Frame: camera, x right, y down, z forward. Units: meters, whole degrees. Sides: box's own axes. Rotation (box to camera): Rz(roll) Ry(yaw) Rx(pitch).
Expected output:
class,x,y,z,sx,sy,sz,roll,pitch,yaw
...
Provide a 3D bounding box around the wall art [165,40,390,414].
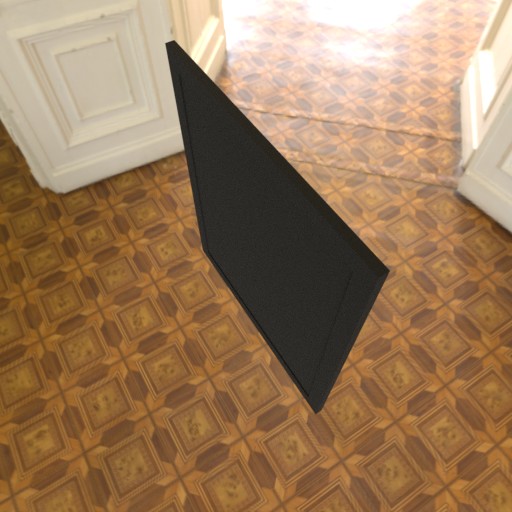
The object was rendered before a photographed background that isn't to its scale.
class,x,y,z,sx,sy,sz,roll,pitch,yaw
wall art,0.000,0.000,0.510,0.010,0.361,0.311,-28,61,-17
